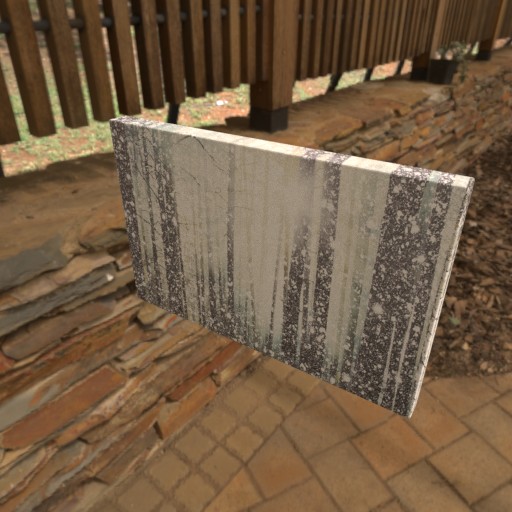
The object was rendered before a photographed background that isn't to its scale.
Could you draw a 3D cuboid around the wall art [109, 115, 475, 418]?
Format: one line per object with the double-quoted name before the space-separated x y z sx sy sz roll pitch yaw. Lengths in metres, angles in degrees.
"wall art" 0.000 0.000 0.777 0.618 0.398 0.042 18 35 28
